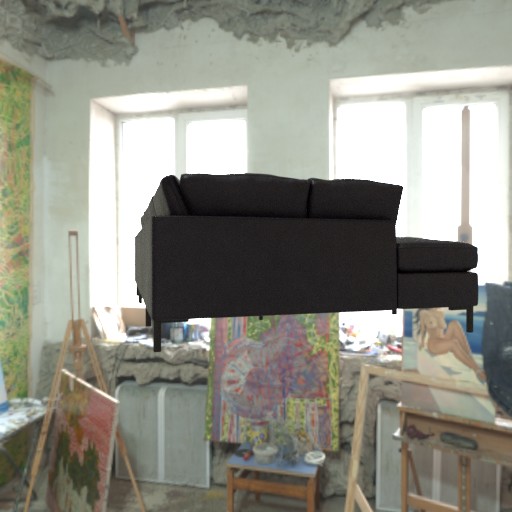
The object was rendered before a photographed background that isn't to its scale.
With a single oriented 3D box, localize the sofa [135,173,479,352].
[{"bbox_3d":[0.000,0.000,3.786,1.939,0.900,2.956,0,1,-17],"label":"sofa"}]
